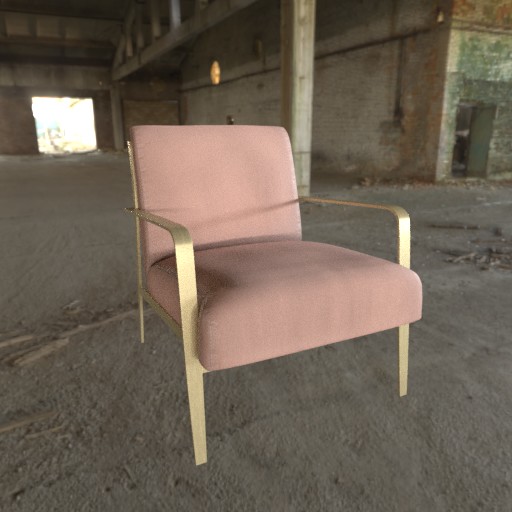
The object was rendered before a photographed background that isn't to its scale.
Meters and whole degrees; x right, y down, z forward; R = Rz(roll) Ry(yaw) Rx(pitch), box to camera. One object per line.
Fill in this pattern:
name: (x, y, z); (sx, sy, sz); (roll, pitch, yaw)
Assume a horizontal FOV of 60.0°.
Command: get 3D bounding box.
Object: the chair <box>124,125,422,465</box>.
chair: (0.000, 0.000, 1.442); (0.701, 0.823, 0.848); (-8, 18, -25)
